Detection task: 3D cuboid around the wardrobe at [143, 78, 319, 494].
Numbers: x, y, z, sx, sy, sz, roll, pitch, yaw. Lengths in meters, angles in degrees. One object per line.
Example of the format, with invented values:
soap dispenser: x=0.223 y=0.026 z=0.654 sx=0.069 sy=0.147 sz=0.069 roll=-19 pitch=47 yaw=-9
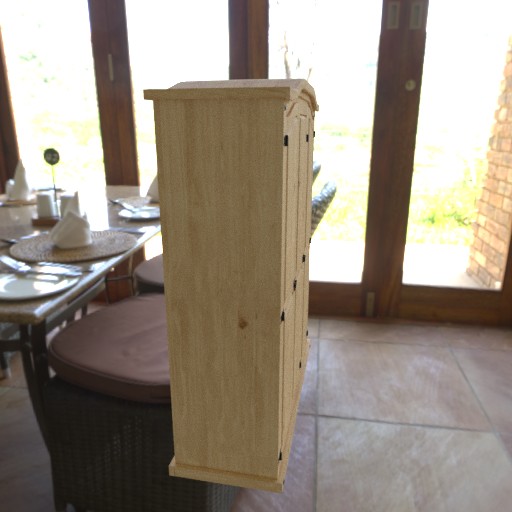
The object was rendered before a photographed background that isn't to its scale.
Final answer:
wardrobe: x=0.000 y=0.000 z=2.581 sx=0.570 sy=1.870 sz=1.500 roll=3 pitch=17 yaw=11
